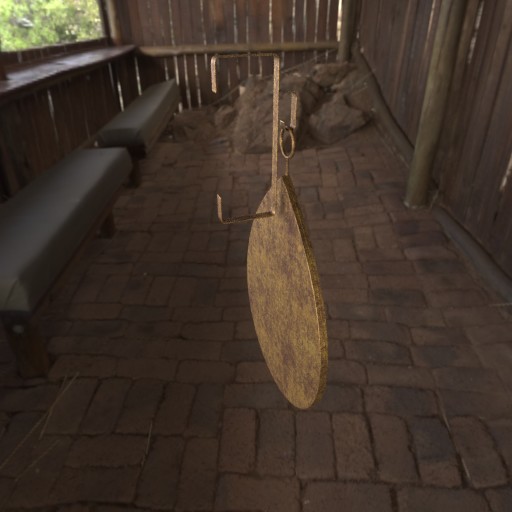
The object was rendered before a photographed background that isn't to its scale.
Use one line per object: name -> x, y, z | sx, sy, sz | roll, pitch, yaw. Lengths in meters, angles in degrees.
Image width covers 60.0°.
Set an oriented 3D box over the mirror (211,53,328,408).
mirror -> 0.000, 0.000, 0.894 | 0.144, 0.744, 0.405 | -11, 32, -18
